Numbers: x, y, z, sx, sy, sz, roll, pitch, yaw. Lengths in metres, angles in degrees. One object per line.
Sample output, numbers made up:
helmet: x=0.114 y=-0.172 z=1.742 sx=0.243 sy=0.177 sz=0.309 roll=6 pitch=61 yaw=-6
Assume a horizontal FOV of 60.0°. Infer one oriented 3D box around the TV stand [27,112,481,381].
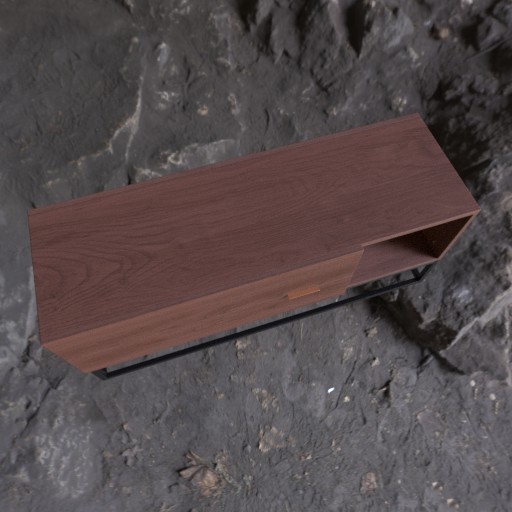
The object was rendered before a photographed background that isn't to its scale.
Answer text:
TV stand: x=0.000 y=0.000 z=1.444 sx=1.200 sy=0.500 sz=0.415 roll=-16 pitch=64 yaw=-8
